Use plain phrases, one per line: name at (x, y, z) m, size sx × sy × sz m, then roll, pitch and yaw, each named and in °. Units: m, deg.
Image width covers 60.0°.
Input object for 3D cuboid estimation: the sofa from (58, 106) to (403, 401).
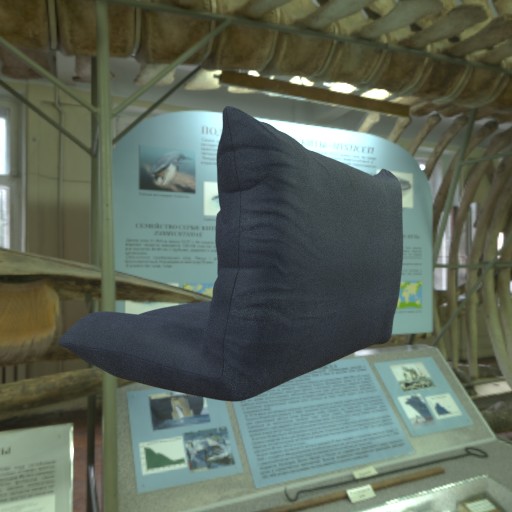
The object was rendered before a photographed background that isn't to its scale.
sofa at (0.000, 0.000, 1.693) m, size 0.849 × 0.778 × 1.122 m, roll 0°, pitch 0°, yaw 35°
